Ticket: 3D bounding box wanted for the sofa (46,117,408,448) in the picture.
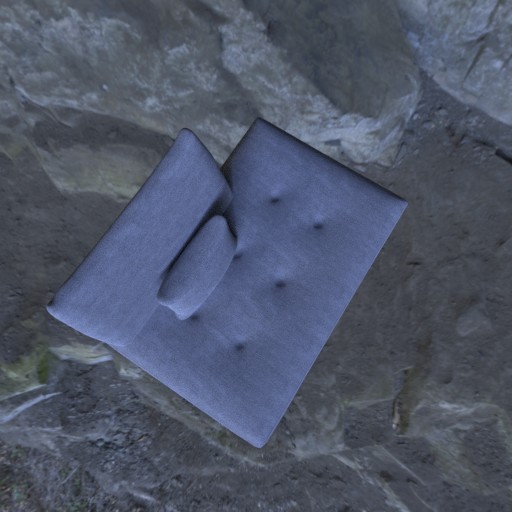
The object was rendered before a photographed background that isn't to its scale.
[{"bbox_3d":[0.000,0.000,2.089,1.002,0.820,1.450,32,77,8],"label":"sofa"}]
